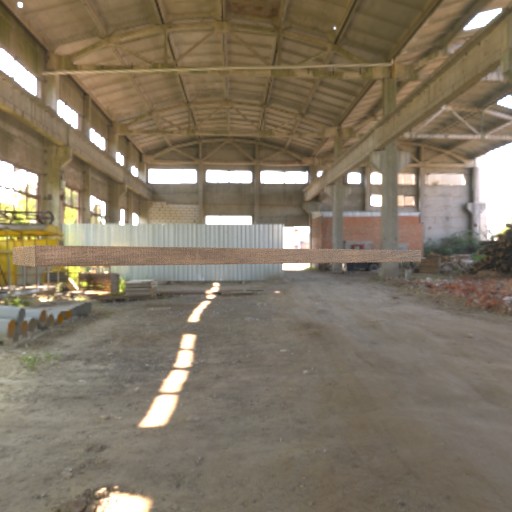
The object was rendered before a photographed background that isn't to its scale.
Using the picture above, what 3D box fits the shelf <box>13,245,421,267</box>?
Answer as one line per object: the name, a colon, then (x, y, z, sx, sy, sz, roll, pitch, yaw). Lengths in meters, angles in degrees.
shelf: (0.000, 0.000, 0.647, 0.610, 0.020, 0.140, 0, 0, -36)
